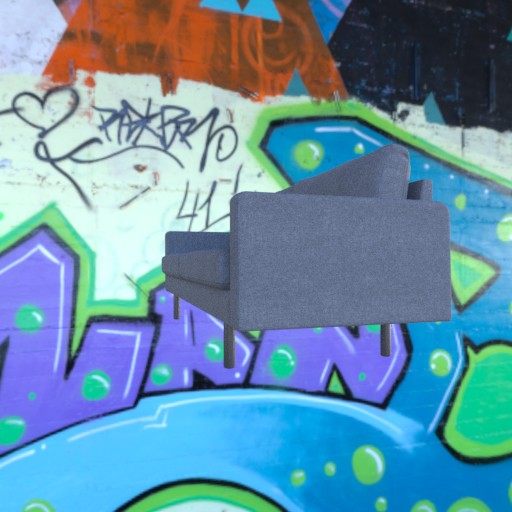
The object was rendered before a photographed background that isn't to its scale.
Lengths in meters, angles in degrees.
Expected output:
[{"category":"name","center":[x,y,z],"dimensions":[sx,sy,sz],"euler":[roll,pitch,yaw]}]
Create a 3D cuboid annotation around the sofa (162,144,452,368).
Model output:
[{"category":"sofa","center":[0.000,0.000,2.528],"dimensions":[0.880,0.880,2.100],"euler":[0,-1,-18]}]
